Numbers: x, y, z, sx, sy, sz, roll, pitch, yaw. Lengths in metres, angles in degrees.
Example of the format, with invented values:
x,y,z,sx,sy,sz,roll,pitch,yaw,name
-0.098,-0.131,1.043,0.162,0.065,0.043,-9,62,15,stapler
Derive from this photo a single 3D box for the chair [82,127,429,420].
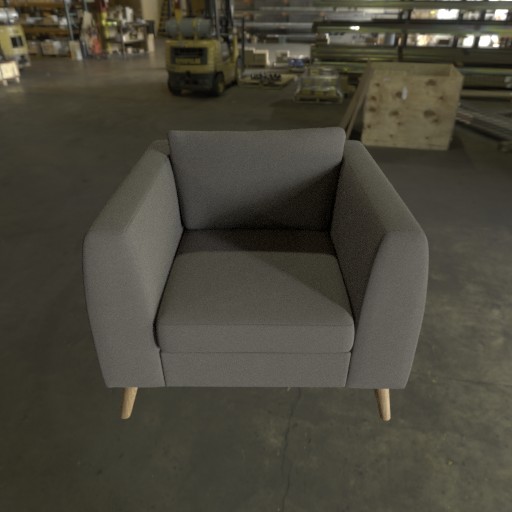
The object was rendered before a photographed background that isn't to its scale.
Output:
x,y,z,sx,sy,sz,roll,pitch,yaw,name
0.000,0.000,1.701,1.000,0.860,0.930,0,30,0,chair
